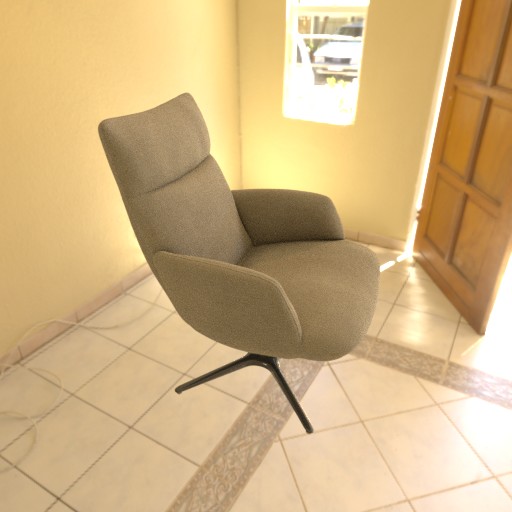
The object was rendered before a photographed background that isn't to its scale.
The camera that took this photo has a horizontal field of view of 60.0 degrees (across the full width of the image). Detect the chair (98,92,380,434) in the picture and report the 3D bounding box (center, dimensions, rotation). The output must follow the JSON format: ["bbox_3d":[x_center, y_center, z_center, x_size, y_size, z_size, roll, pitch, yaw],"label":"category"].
[{"bbox_3d":[0.000,0.000,1.618,0.889,1.016,0.711,11,31,18],"label":"chair"}]
